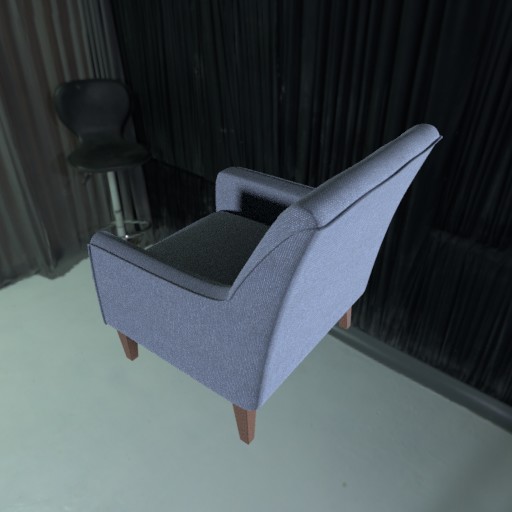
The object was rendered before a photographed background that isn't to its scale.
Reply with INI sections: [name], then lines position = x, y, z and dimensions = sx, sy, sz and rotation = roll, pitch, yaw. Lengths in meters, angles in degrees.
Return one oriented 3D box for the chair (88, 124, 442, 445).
[chair]
position = 0.000, 0.000, 1.586
dimensions = 0.899, 0.919, 0.780
rotation = 22, 39, 30
